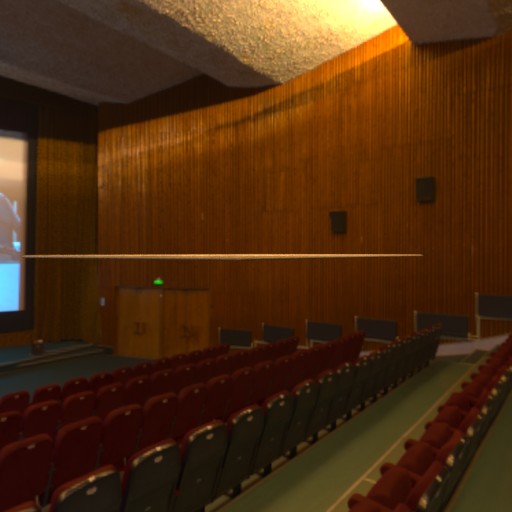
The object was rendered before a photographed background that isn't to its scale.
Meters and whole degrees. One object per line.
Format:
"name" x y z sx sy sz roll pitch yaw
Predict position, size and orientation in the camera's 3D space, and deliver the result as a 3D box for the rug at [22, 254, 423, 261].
"rug" 0.000 0.000 2.348 1.224 0.012 1.847 0 0 36
